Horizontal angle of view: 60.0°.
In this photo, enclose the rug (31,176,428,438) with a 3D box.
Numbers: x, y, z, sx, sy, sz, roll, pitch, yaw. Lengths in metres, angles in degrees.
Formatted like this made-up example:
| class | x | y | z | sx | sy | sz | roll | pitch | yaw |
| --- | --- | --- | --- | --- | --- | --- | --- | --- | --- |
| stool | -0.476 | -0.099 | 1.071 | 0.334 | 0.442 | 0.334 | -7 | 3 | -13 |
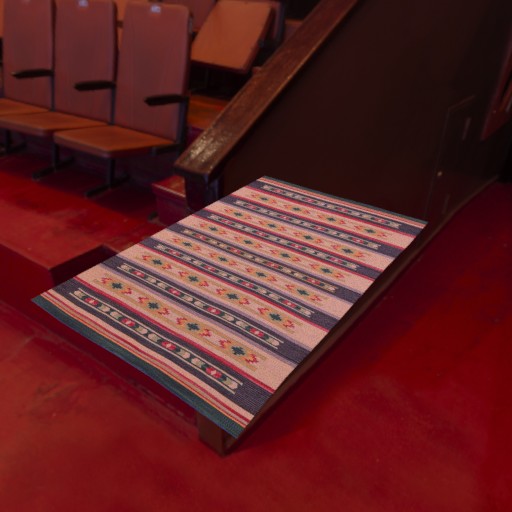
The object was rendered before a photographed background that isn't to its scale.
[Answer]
| class | x | y | z | sx | sy | sz | roll | pitch | yaw |
| --- | --- | --- | --- | --- | --- | --- | --- | --- | --- |
| rug | 0.000 | 0.000 | 2.947 | 1.522 | 0.010 | 2.311 | 22 | 39 | 30 |
